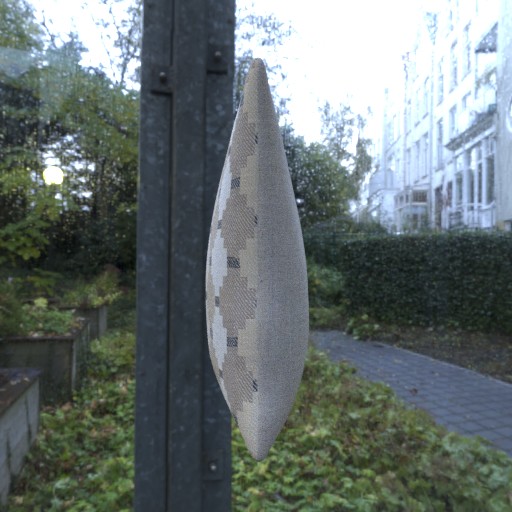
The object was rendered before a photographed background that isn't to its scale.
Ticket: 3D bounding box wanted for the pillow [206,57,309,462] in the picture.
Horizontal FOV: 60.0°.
[{"bbox_3d":[0.000,0.000,0.873,0.192,0.558,0.578,0,-1,-1],"label":"pillow"}]
